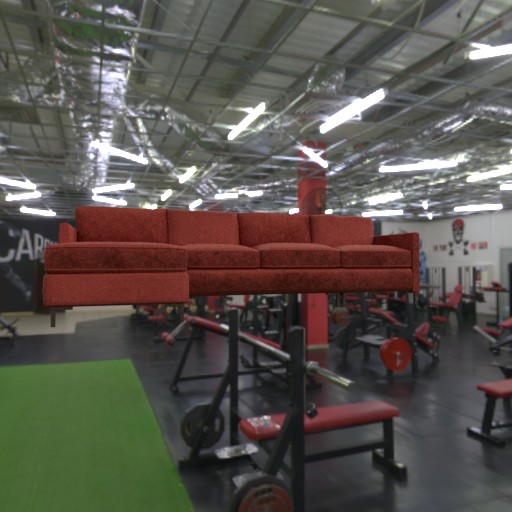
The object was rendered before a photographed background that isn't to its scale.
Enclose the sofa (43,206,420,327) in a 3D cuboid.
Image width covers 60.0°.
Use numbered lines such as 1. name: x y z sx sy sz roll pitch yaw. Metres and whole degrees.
1. sofa: 0.000 0.000 4.097 3.400 0.967 1.500 0 -1 -18
